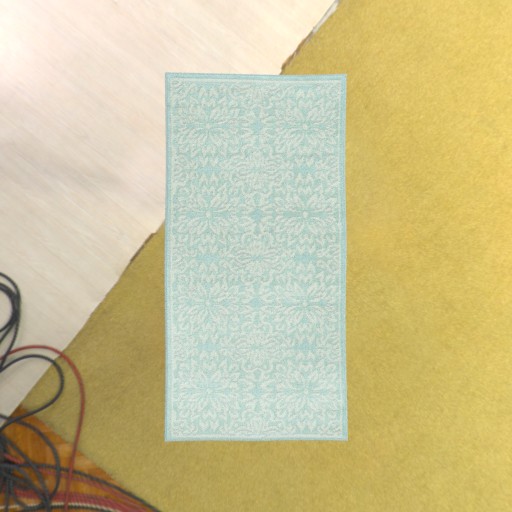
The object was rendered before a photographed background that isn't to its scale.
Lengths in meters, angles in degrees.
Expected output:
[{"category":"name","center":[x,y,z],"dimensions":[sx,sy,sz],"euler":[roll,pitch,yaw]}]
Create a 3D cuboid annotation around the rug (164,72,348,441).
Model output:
[{"category":"rug","center":[0.000,0.000,1.466],"dimensions":[0.604,0.007,1.219],"euler":[0,89,0]}]
